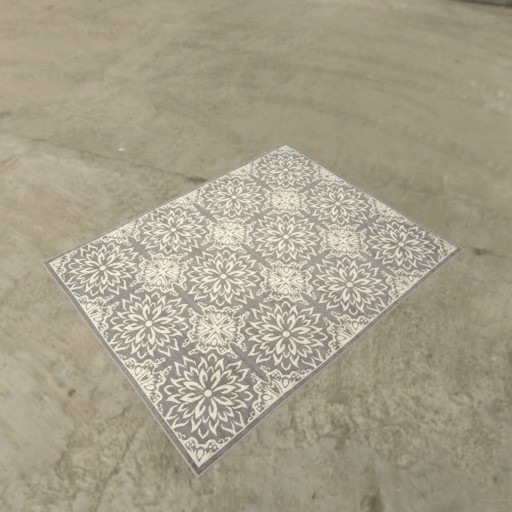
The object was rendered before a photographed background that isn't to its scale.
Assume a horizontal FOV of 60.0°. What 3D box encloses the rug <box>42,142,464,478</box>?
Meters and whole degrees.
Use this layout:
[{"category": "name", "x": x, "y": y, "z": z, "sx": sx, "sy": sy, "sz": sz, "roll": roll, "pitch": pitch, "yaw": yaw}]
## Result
[{"category": "rug", "x": 0.000, "y": 0.000, "z": 3.982, "sx": 2.980, "sy": 0.012, "sz": 2.363, "roll": -32, "pitch": 54, "yaw": -27}]
